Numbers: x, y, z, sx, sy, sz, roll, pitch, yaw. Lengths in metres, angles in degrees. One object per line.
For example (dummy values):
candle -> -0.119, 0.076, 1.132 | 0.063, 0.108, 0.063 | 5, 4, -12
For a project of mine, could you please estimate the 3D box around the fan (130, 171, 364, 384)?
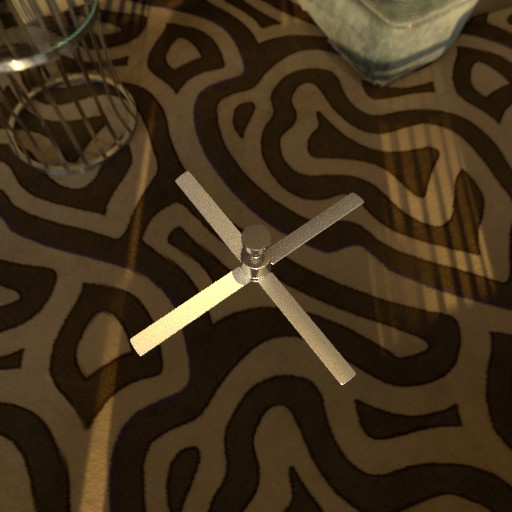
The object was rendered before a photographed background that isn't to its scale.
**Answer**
fan -> 0.000, 0.000, 2.008 | 1.322, 0.355, 1.322 | -34, 68, -15
